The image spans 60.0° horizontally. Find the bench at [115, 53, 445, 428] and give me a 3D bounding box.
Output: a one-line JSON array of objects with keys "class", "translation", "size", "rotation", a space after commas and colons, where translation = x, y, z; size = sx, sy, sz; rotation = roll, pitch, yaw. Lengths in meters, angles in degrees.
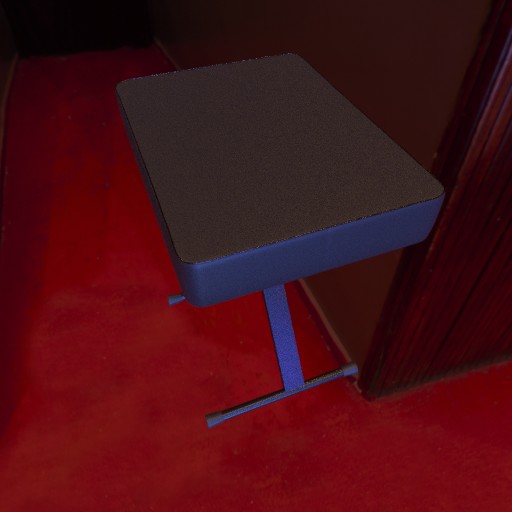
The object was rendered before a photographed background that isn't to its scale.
[{"class": "bench", "translation": [0.000, 0.000, 0.780], "size": [0.321, 0.500, 0.424], "rotation": [-16, 48, -14]}]
